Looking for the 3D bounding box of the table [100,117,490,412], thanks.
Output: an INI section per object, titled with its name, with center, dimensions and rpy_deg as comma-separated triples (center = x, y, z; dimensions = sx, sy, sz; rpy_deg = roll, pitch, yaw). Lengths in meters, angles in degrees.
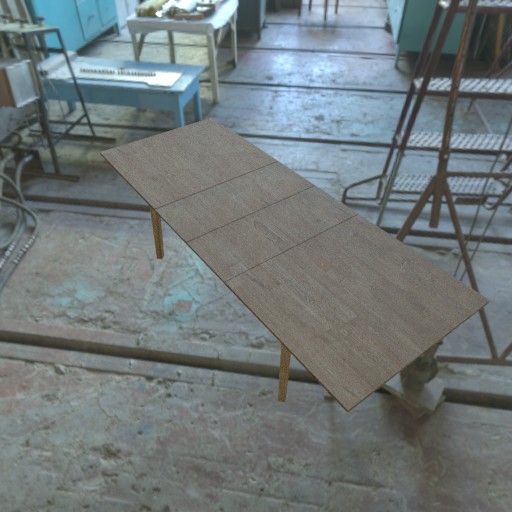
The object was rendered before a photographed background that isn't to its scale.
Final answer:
[table]
center = 0.000, 0.000, 3.035
dimensions = 1.000, 0.752, 2.603
rpy_deg = -26, 48, -26
